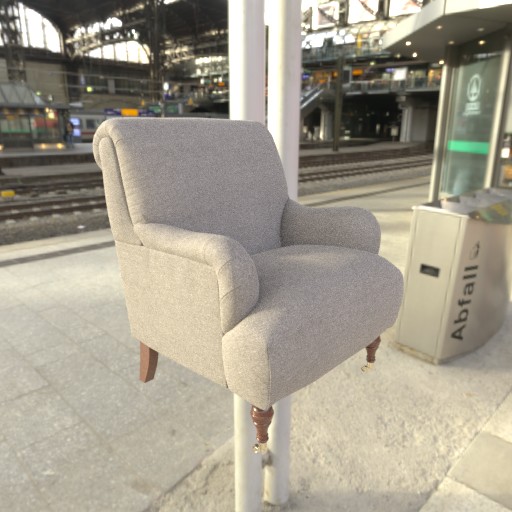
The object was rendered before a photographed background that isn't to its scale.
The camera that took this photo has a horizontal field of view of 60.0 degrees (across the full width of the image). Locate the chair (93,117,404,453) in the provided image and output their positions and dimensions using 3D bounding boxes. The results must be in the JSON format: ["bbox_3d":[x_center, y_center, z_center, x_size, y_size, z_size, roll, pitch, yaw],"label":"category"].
[{"bbox_3d":[0.000,0.000,1.564,0.843,0.942,0.766,14,21,41],"label":"chair"}]
